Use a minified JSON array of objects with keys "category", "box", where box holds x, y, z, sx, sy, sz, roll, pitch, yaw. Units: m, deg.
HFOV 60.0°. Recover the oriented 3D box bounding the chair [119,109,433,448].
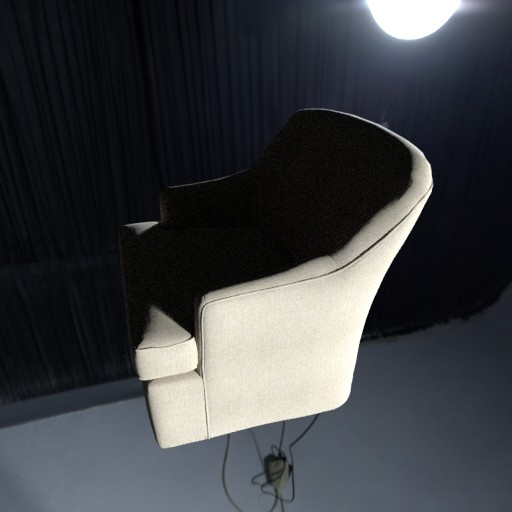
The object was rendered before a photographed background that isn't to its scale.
[{"category":"chair","box":[0.000,0.000,1.566,0.923,0.856,0.864,-9,32,-15]}]
